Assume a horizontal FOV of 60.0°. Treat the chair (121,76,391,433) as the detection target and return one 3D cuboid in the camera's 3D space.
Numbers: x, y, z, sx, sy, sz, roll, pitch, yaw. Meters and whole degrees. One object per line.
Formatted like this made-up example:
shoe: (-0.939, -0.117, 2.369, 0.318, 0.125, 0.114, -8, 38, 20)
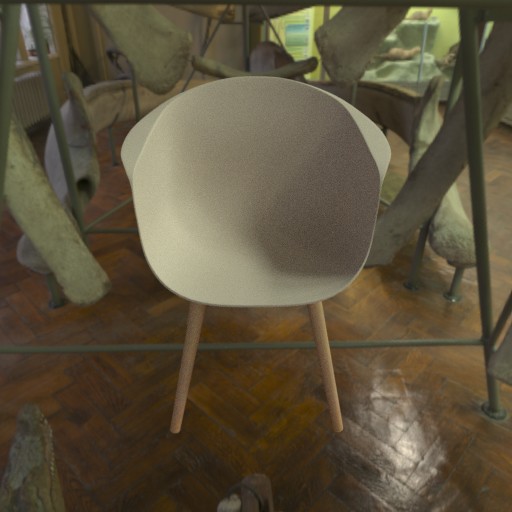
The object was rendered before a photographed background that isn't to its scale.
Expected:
chair: (0.000, 0.000, 1.126, 0.593, 0.781, 0.504, 0, 31, 0)
